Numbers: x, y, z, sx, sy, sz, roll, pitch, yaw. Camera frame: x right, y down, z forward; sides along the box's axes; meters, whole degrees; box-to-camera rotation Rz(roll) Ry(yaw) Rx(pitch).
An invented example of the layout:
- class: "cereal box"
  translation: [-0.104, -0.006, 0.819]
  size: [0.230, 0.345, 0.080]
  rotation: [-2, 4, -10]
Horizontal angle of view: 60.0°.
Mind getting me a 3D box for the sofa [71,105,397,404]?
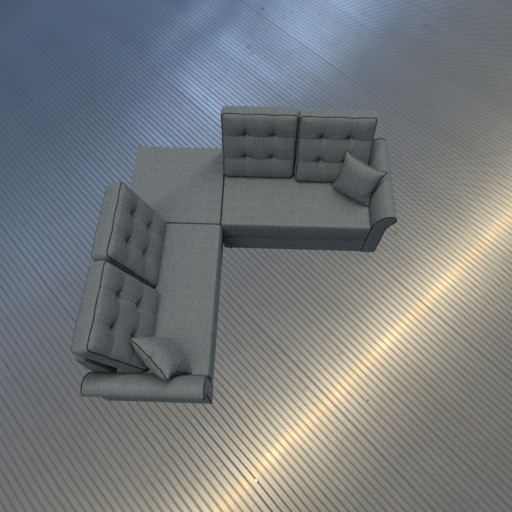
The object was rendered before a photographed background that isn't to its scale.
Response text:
- class: "sofa"
  translation: [0.000, 0.000, 3.233]
  size: [2.070, 0.988, 2.068]
  rotation: [2, 63, 1]
